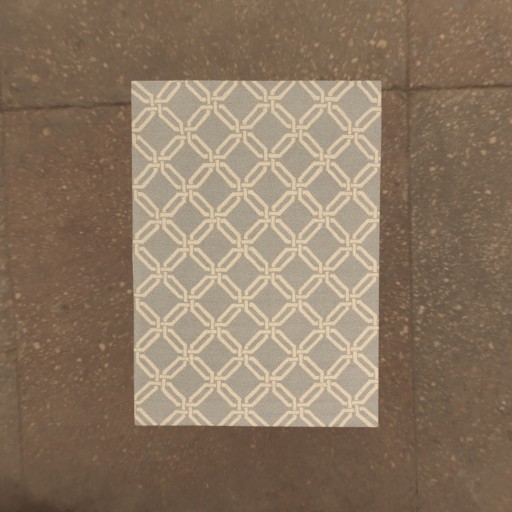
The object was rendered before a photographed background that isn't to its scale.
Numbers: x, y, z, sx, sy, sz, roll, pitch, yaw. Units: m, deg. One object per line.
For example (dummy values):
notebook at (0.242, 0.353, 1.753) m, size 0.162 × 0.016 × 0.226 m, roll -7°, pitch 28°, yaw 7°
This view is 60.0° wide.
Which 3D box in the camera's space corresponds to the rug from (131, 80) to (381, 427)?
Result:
rug at (0.000, 0.000, 2.729) m, size 1.522 × 0.013 × 2.133 m, roll 0°, pitch 92°, yaw 1°
